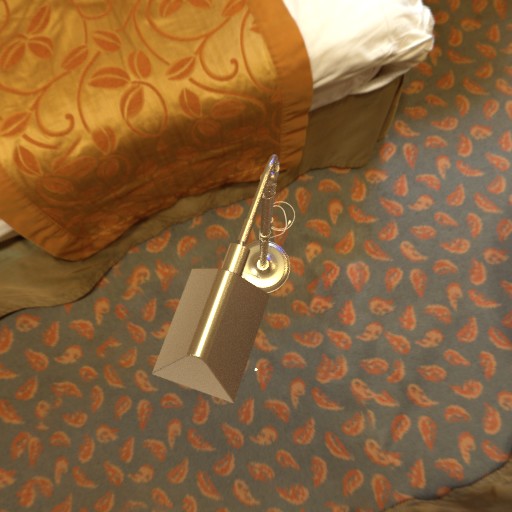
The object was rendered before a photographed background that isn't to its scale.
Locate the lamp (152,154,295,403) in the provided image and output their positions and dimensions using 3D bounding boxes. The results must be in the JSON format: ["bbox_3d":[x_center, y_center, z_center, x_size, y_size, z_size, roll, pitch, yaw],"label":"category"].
[{"bbox_3d":[0.000,0.000,0.939,0.159,0.708,0.546,19,76,5],"label":"lamp"}]
